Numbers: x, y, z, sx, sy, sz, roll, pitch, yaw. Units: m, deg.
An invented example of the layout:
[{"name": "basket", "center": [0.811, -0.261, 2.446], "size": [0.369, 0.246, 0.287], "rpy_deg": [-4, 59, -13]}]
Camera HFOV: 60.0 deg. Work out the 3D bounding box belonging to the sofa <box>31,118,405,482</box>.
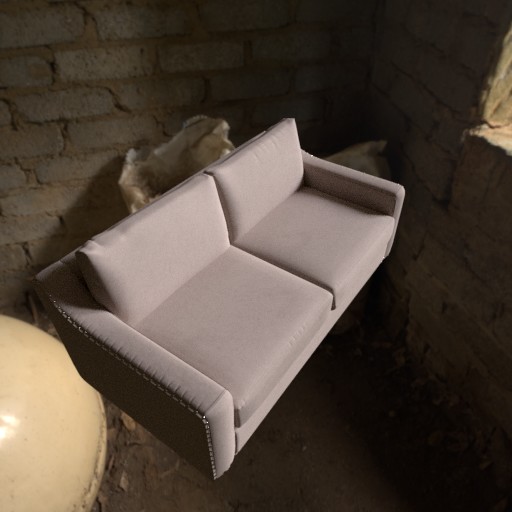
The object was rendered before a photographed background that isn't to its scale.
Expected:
[{"name": "sofa", "center": [0.000, 0.000, 2.505], "size": [1.030, 0.901, 1.967], "rpy_deg": [25, 46, 26]}]
